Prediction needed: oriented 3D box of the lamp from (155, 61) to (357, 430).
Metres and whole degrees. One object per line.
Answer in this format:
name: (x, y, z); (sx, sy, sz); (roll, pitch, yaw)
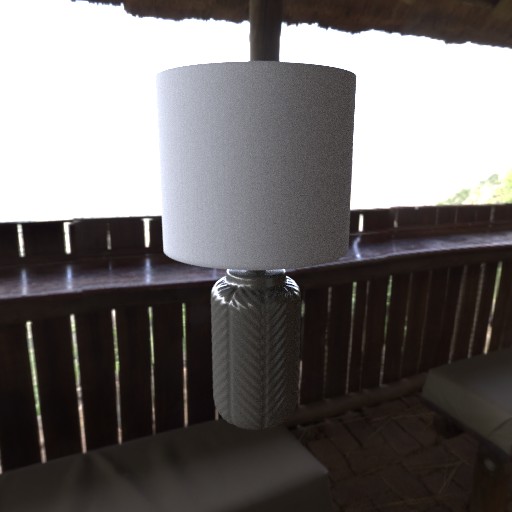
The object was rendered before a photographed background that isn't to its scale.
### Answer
lamp: (0.000, 0.000, 0.500); (0.203, 0.389, 0.203); (-13, 19, -43)
